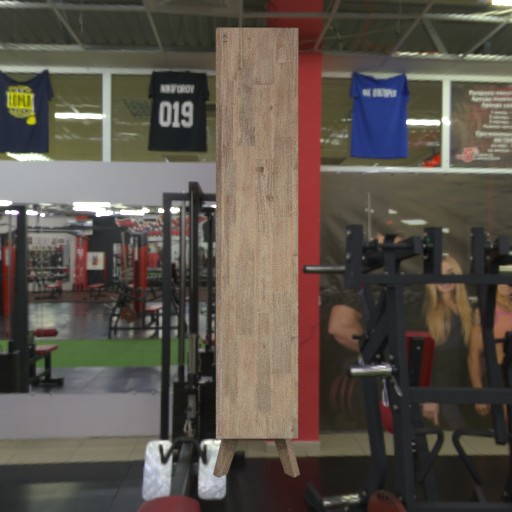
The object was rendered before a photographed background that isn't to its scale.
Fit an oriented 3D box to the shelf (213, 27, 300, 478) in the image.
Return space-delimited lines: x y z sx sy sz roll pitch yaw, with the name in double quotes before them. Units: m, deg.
"shelf" 0.000 0.000 1.549 0.267 1.342 0.491 0 0 0
